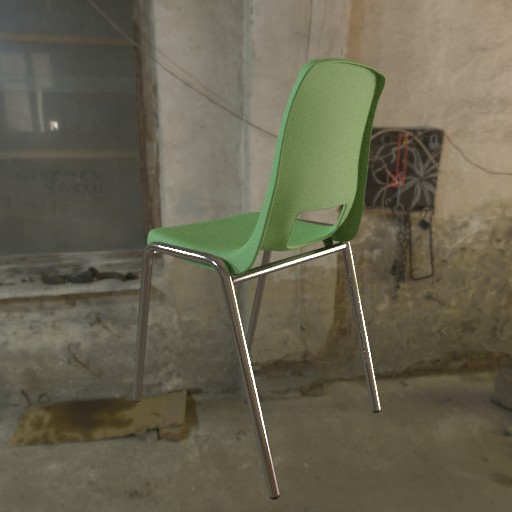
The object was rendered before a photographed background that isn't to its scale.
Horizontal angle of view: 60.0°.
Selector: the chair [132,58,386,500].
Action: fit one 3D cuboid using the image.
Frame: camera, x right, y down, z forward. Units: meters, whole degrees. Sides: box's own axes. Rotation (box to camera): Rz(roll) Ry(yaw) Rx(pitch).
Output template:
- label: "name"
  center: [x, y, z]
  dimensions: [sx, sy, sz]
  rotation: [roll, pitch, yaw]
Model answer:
- label: "chair"
  center: [0.000, 0.000, 0.914]
  dimensions: [0.436, 0.704, 0.381]
  rotation: [15, 21, 42]
